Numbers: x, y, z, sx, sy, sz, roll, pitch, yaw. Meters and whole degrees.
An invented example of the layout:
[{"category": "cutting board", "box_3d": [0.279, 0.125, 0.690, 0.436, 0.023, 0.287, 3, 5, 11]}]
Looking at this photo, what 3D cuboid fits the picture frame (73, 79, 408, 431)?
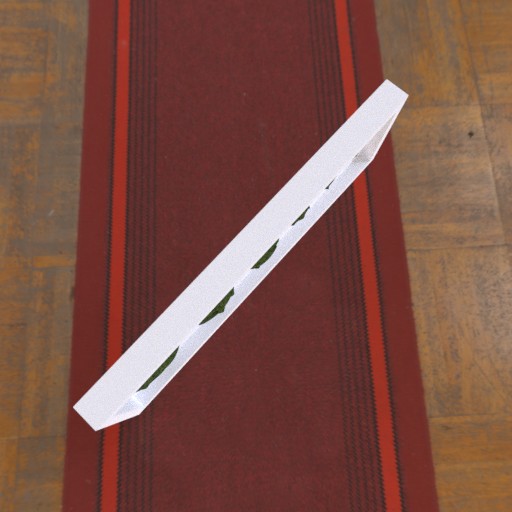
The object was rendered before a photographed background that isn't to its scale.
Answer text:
[{"category": "picture frame", "box_3d": [0.000, 0.000, 0.847, 0.050, 0.250, 0.759, 41, 79, 10]}]
